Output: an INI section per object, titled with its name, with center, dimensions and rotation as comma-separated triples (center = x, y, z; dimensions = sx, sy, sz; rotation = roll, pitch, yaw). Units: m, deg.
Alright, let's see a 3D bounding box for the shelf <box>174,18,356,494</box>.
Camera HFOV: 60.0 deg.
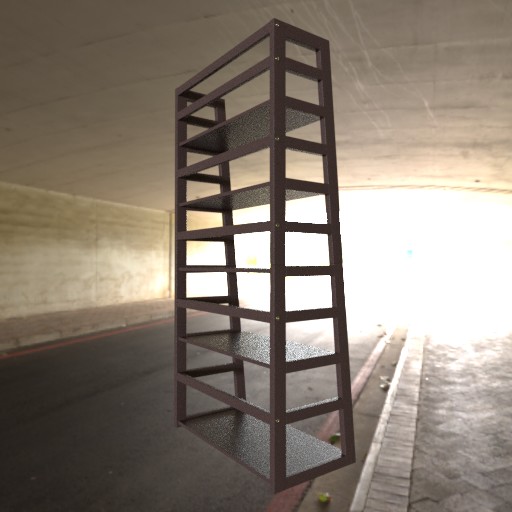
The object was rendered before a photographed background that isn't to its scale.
[shelf]
center = 0.000, 0.000, 1.912
dimensions = 0.403, 1.600, 0.763
rotation = 1, -1, -36
